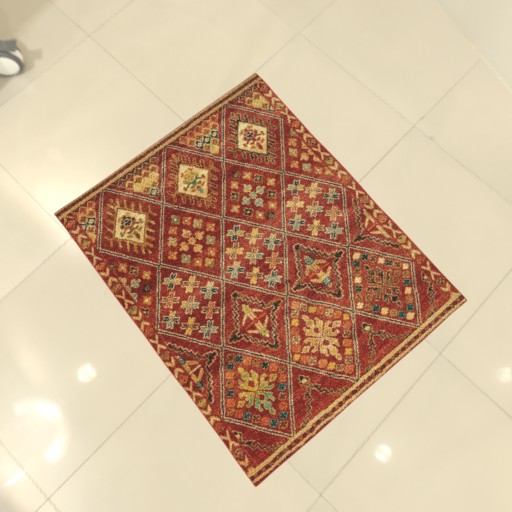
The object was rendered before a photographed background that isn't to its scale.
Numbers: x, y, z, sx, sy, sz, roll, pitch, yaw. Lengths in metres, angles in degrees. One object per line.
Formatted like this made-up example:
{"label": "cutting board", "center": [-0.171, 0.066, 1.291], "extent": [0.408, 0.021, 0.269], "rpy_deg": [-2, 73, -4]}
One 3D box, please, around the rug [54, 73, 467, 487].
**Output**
{"label": "rug", "center": [0.000, 0.000, 4.144], "extent": [2.489, 0.030, 3.086], "rpy_deg": [-38, 79, -9]}
